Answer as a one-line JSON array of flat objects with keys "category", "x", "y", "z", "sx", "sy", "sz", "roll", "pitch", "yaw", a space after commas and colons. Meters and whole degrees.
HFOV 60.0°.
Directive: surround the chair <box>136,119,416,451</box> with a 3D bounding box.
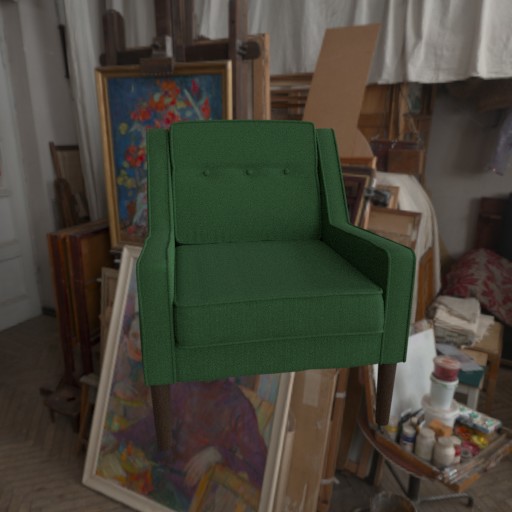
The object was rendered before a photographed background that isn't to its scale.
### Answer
[{"category": "chair", "x": 0.000, "y": 0.000, "z": 1.339, "sx": 0.663, "sy": 0.792, "sz": 0.743, "roll": -3, "pitch": 17, "yaw": -9}]
